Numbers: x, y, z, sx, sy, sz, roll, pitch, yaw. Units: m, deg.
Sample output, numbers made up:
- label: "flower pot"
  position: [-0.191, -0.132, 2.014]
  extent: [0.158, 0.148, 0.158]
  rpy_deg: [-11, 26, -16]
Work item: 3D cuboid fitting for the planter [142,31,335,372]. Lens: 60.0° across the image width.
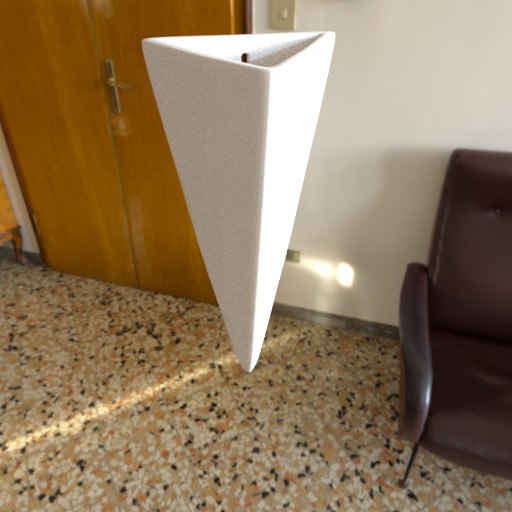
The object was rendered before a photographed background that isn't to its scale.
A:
- label: "planter"
  position: [0.000, 0.000, 0.382]
  extent: [0.143, 0.338, 0.065]
  rpy_deg: [-10, 34, -15]
